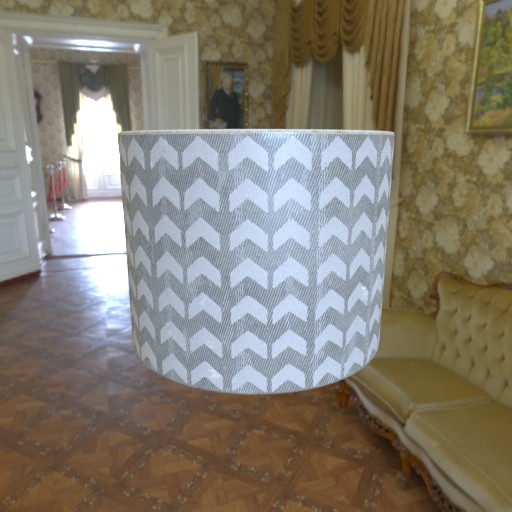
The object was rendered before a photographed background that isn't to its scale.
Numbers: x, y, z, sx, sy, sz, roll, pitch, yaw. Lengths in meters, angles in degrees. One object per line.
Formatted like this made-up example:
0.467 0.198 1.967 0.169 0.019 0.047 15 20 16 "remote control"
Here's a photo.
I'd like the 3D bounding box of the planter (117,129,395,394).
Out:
0.000 0.000 0.446 0.250 0.239 0.250 0 14 0 "planter"
